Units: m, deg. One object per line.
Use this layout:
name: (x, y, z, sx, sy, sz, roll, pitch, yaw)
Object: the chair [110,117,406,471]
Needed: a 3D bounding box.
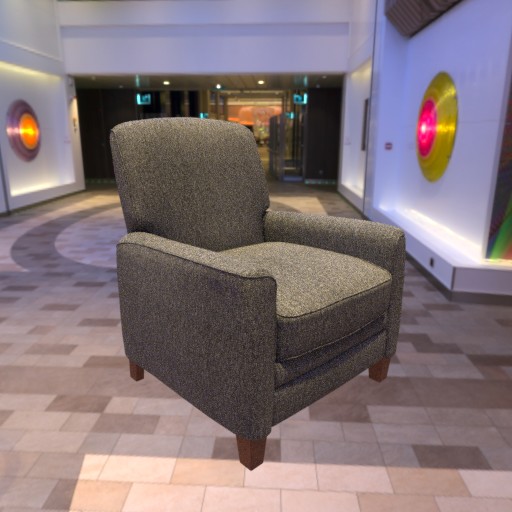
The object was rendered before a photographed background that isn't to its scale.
chair: (0.000, 0.000, 1.662, 0.848, 1.014, 0.864, -14, 21, -42)
